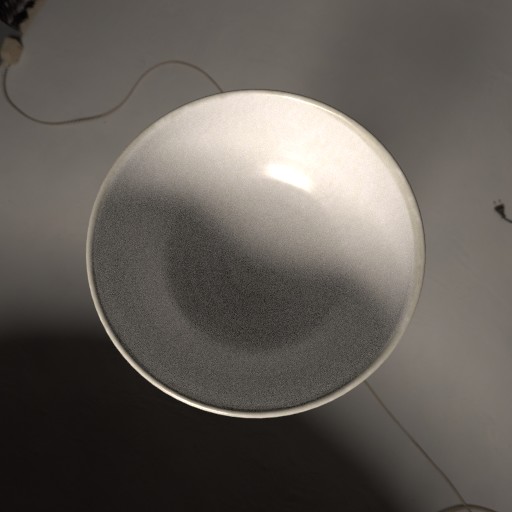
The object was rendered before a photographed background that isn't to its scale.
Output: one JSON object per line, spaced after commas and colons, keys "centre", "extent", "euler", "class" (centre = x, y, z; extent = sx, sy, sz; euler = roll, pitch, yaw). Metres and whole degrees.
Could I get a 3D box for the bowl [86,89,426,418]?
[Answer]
{"centre": [0.000, 0.000, 0.407], "extent": [0.268, 0.121, 0.268], "euler": [0, 77, 0], "class": "bowl"}
